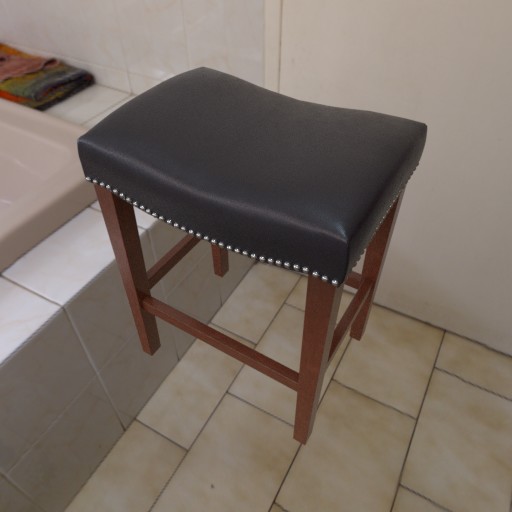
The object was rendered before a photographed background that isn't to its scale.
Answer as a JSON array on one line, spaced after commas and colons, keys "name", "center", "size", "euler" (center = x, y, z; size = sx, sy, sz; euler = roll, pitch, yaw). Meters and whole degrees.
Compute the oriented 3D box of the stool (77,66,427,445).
[{"name": "stool", "center": [0.000, 0.000, 0.968], "size": [0.504, 0.654, 0.372], "euler": [23, 49, 22]}]
